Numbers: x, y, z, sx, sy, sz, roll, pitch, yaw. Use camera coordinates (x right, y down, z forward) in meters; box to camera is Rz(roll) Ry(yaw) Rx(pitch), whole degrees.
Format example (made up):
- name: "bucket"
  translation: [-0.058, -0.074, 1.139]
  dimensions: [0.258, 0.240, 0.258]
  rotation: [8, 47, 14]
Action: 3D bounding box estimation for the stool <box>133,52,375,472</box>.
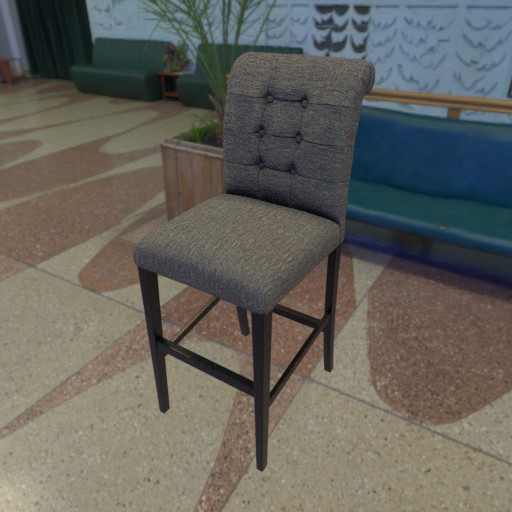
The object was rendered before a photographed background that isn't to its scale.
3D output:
- name: "stool"
  translation: [0.000, 0.000, 1.408]
  dimensions: [0.452, 1.131, 0.613]
  rotation: [18, 34, 28]
